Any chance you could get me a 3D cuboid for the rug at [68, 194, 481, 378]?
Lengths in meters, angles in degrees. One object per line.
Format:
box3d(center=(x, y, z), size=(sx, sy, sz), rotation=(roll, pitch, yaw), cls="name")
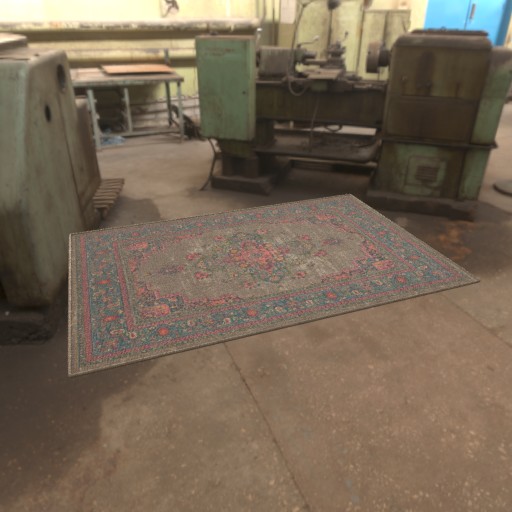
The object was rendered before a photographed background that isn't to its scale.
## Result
box3d(center=(0.000, 0.000, 2.203), size=(1.748, 0.014, 1.144), rotation=(-10, 31, -17), cls="rug")
